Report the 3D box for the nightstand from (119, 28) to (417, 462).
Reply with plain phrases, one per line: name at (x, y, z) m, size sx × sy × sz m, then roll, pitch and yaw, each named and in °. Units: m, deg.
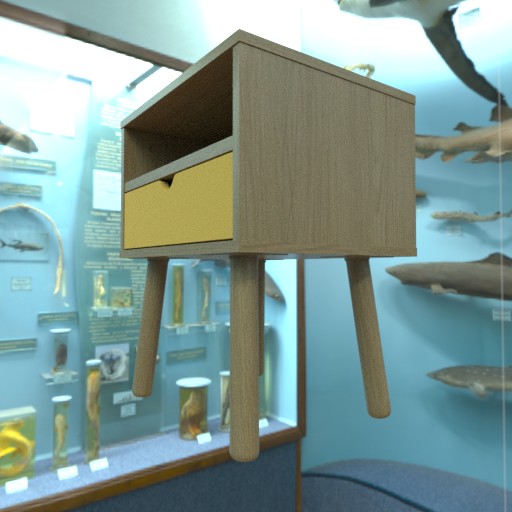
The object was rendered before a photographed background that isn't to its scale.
nightstand at (0.000, 0.000, 0.857) m, size 0.380 × 0.571 × 0.450 m, roll 1°, pitch -2°, yaw -36°
